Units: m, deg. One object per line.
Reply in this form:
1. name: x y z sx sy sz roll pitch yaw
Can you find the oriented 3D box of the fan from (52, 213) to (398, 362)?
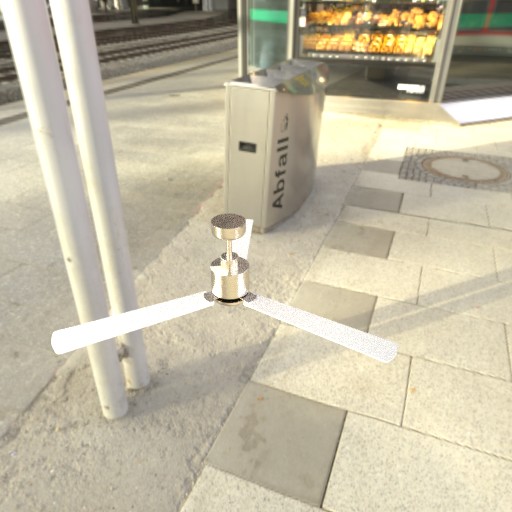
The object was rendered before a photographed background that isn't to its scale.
1. fan: 0.000 0.000 2.316 1.531 0.446 1.561 10 32 17
